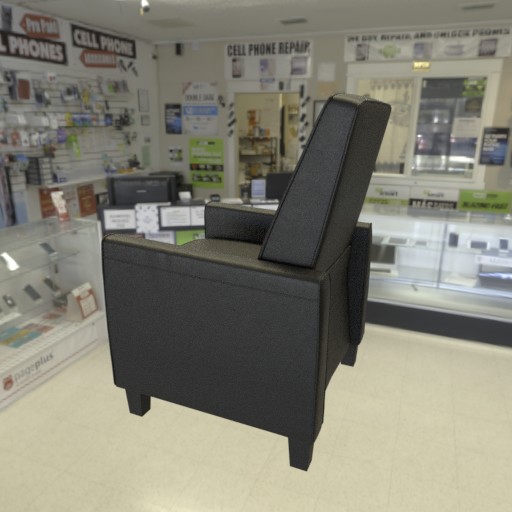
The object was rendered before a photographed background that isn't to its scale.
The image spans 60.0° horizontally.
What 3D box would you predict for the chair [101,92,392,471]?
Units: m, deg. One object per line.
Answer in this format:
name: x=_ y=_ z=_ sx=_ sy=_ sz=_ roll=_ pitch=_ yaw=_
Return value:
chair: x=0.000 y=0.000 z=1.501 sx=0.746 sy=1.013 sz=0.705 roll=7 pitch=19 yaw=23
